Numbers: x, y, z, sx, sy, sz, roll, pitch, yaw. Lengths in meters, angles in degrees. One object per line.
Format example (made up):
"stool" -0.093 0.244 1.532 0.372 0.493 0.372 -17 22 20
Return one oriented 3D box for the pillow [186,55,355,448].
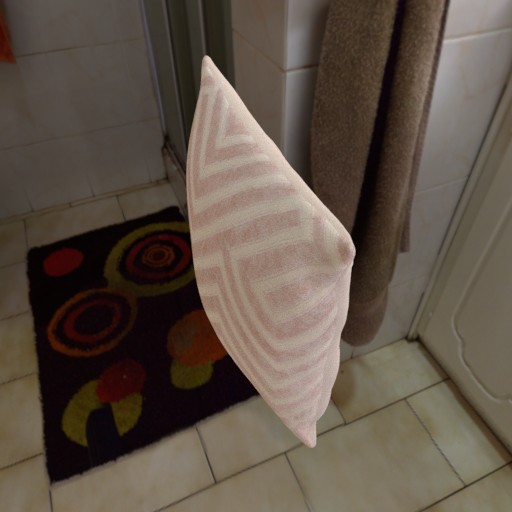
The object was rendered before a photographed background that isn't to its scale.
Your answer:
"pillow" 0.000 0.000 0.664 0.182 0.441 0.440 -16 47 -15
